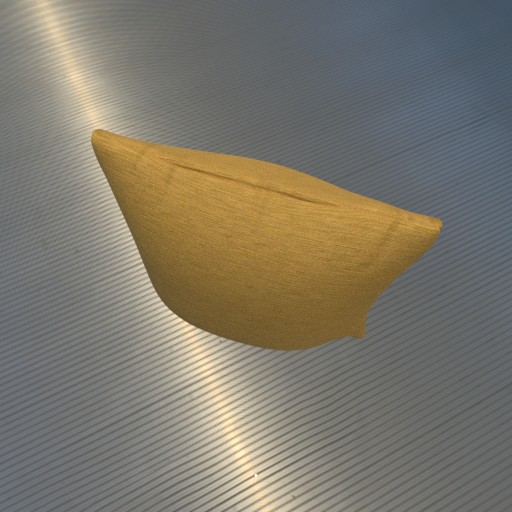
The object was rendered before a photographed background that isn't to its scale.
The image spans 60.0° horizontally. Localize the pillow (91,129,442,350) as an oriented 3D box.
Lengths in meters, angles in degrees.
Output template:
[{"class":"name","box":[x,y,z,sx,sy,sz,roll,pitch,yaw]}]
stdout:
[{"class":"pillow","box":[0.000,0.000,0.696,0.435,0.417,0.247,16,65,8]}]
